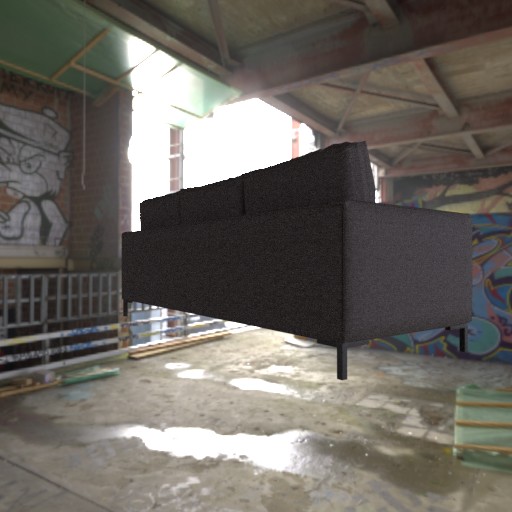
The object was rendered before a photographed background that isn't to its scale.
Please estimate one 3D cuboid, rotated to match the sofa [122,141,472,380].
[{"bbox_3d":[0.000,0.000,2.662,0.876,0.882,2.253,0,-1,-36],"label":"sofa"}]
